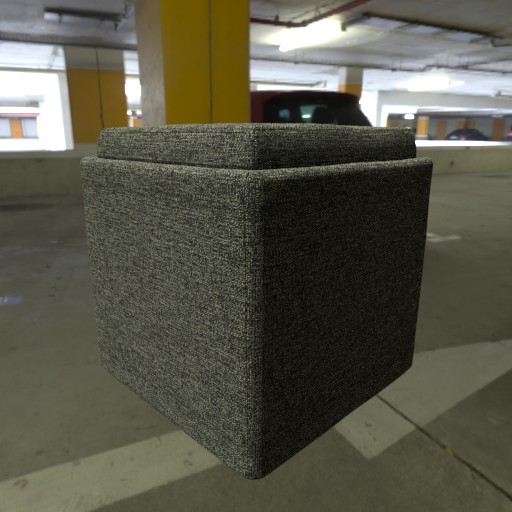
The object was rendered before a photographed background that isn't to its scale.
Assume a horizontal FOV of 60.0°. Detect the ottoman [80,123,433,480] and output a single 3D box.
[{"bbox_3d":[0.000,0.000,0.812,0.450,0.463,0.450,-15,21,-42],"label":"ottoman"}]
